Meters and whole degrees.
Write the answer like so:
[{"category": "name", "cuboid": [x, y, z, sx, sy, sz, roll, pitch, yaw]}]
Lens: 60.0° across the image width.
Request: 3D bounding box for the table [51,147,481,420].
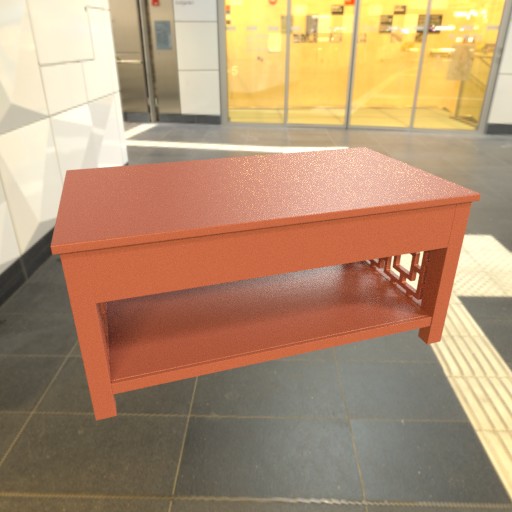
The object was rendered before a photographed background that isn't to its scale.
[{"category": "table", "cuboid": [0.000, 0.000, 1.408, 1.068, 0.493, 0.612, -8, 27, -16]}]
